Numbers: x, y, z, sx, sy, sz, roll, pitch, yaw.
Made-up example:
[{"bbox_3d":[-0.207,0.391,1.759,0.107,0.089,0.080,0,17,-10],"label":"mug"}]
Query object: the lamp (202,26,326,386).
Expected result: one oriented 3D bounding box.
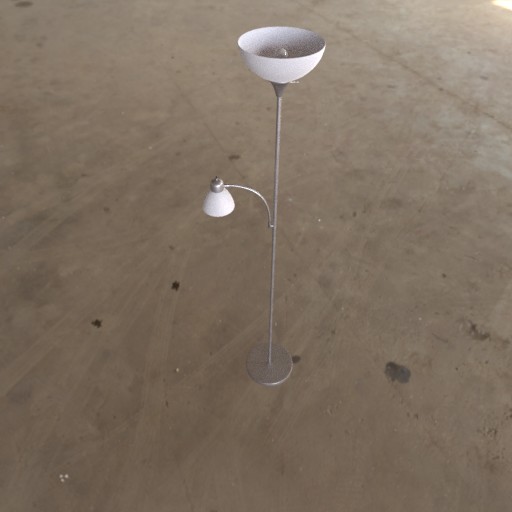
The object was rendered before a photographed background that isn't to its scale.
[{"bbox_3d":[0.000,0.000,1.965,0.425,1.804,0.279,-3,45,-3],"label":"lamp"}]
